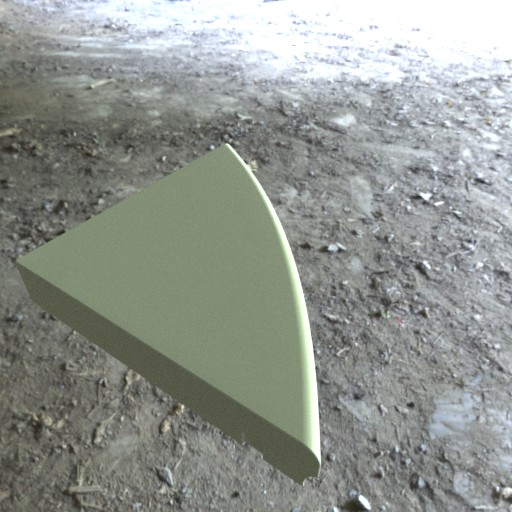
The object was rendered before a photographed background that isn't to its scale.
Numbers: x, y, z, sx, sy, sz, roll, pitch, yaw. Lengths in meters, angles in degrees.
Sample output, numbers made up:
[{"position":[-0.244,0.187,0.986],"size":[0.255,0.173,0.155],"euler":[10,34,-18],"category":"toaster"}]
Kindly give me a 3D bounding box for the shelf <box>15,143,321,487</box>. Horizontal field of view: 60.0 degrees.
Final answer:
[{"position":[0.000,0.000,0.439],"size":[0.310,0.050,0.310],"euler":[24,45,27],"category":"shelf"}]
